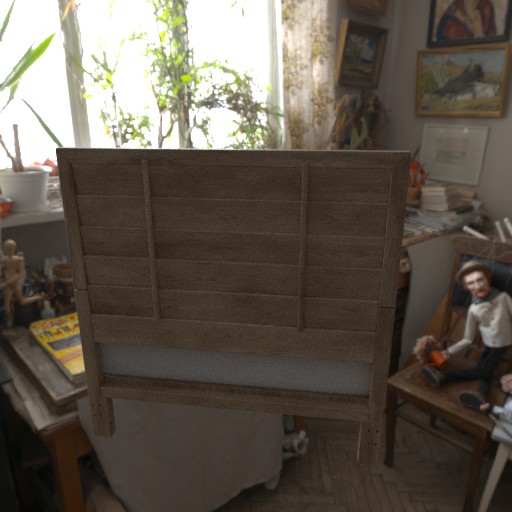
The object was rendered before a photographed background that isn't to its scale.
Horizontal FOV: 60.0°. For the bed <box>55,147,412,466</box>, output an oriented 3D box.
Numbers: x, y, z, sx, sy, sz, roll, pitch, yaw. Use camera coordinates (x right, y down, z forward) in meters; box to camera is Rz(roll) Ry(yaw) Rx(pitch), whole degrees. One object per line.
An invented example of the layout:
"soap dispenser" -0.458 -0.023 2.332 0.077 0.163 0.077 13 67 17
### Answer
"bed" 0.000 0.000 3.163 1.615 1.631 2.017 3 18 8
